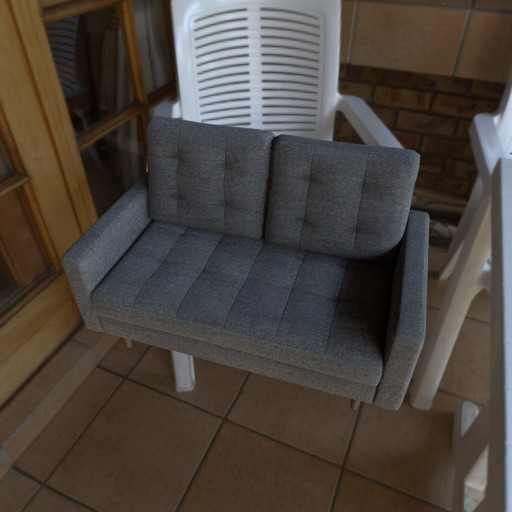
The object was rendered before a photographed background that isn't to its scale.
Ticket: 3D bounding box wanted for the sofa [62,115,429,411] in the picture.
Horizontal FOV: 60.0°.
[{"bbox_3d":[0.000,0.000,1.959,1.407,0.907,0.842,12,41,13],"label":"sofa"}]
